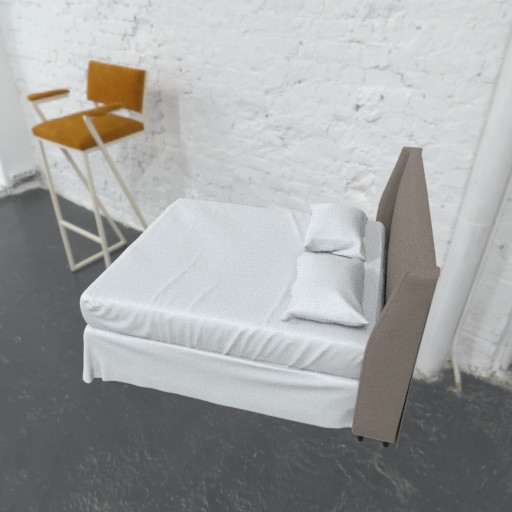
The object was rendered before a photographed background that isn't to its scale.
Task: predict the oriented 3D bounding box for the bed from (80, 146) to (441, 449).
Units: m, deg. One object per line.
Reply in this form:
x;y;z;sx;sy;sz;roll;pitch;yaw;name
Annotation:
0.000;0.000;3.375;2.276;1.332;1.925;8;33;13;bed
